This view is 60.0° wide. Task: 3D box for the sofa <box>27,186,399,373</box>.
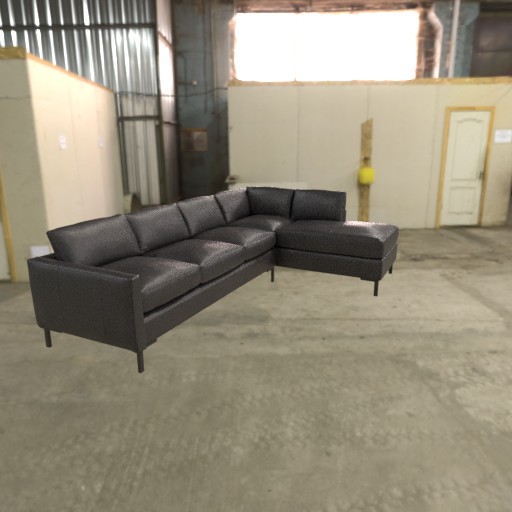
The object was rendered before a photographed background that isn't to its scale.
[{"bbox_3d":[0.000,0.000,3.851,1.938,0.877,2.984,7,17,25],"label":"sofa"}]
